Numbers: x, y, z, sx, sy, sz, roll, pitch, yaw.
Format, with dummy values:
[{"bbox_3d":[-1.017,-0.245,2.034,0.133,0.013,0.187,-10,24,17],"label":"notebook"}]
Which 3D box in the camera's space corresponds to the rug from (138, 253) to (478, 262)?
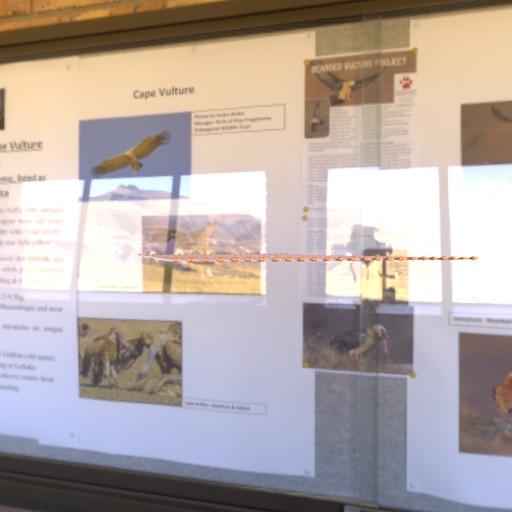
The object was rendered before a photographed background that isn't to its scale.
[{"bbox_3d":[0.000,0.000,2.591,1.232,0.017,2.092,0,1,-18],"label":"rug"}]
